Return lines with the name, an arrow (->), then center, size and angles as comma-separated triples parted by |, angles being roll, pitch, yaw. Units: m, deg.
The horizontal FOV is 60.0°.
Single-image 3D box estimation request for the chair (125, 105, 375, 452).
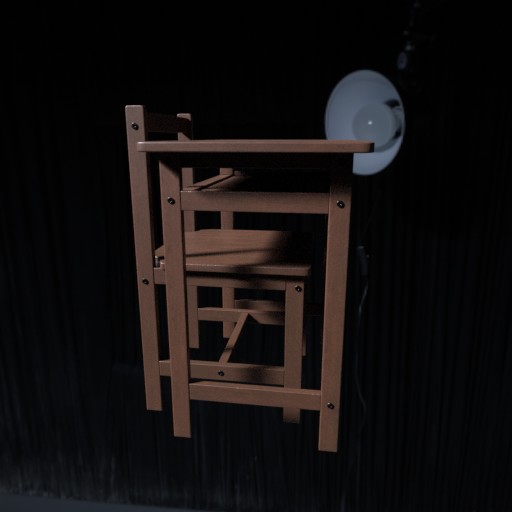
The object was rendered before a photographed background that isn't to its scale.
chair -> 0.000, 0.000, 1.072 | 0.463, 0.673, 0.599 | 2, 15, 8
